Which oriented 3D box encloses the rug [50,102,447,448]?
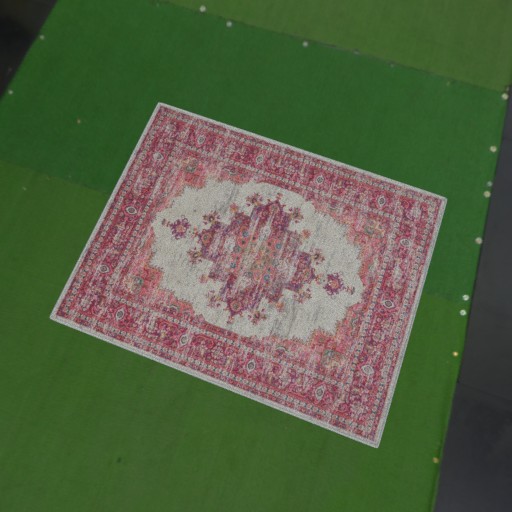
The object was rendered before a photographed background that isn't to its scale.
[{"bbox_3d":[0.000,0.000,4.209,3.123,0.017,2.447,20,75,6],"label":"rug"}]
